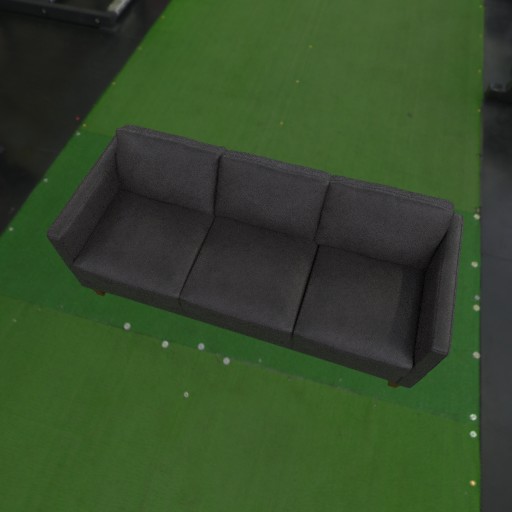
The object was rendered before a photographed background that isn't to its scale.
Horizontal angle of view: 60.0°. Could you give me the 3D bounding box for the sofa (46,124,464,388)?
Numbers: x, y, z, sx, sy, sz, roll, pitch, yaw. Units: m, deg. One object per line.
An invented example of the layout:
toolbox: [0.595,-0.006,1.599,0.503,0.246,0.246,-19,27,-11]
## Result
sofa: [0.000,0.000,3.009,2.464,1.006,1.045,16,59,9]
